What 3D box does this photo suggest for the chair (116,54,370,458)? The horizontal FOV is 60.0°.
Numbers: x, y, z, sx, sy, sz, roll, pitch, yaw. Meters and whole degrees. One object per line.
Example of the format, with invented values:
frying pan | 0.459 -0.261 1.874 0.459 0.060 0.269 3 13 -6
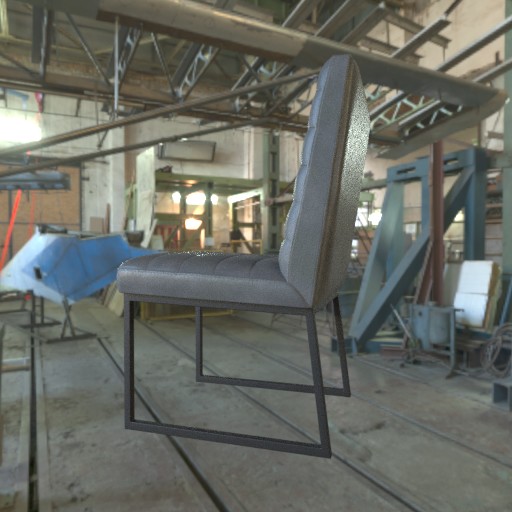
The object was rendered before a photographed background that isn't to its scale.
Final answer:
chair | 0.000 0.000 1.316 0.634 0.930 0.520 0 1 18
